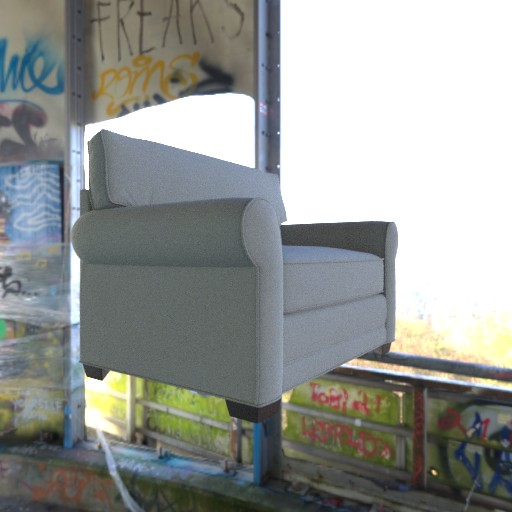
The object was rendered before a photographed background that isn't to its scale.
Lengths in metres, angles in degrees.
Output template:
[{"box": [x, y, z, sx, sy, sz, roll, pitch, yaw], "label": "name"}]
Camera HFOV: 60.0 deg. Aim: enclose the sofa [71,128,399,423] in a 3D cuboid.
[{"box": [0.000, 0.000, 2.075, 0.937, 1.006, 1.405, 0, 1, 35], "label": "sofa"}]
